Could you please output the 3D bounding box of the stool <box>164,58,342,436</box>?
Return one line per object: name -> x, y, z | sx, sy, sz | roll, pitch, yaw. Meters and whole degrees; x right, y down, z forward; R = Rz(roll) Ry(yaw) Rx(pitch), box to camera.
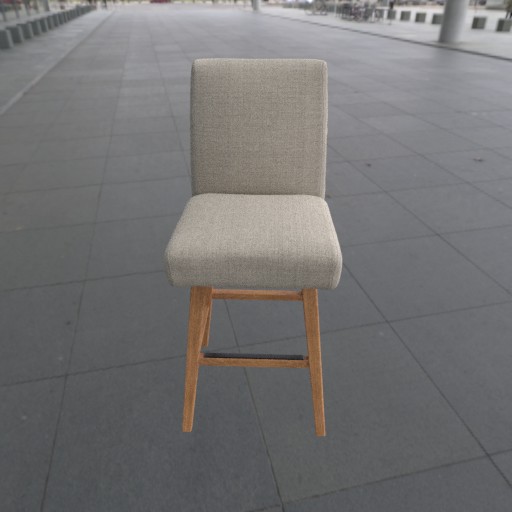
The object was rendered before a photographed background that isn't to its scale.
stool -> 0.000, 0.000, 1.422 | 0.483, 1.106, 0.569 | 1, 31, 2
